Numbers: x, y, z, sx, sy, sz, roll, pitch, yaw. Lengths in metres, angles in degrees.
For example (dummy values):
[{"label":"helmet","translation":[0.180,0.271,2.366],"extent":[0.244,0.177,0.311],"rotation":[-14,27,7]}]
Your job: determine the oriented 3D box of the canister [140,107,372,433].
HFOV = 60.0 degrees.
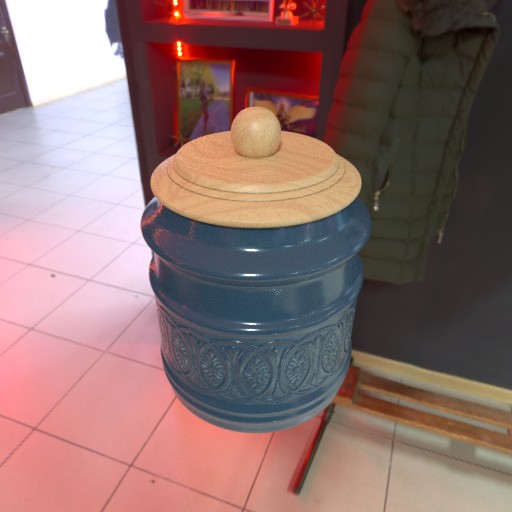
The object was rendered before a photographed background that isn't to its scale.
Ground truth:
[{"label":"canister","translation":[0.000,0.000,0.270],"extent":[0.130,0.176,0.130],"rotation":[0,33,0]}]
